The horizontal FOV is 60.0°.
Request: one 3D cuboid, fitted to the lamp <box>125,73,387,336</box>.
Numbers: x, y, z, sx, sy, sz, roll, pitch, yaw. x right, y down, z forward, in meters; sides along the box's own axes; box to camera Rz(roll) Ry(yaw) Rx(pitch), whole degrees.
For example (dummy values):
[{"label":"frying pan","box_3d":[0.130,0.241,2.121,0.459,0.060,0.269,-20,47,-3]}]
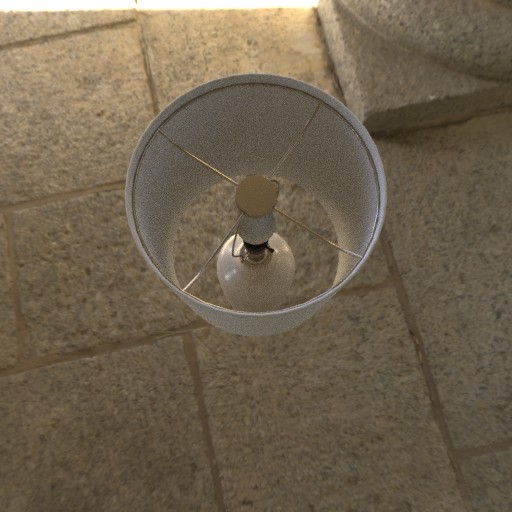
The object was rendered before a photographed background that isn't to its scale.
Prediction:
[{"label":"lamp","box_3d":[0.000,0.000,0.603,0.220,0.475,0.220,-41,79,-10]}]
